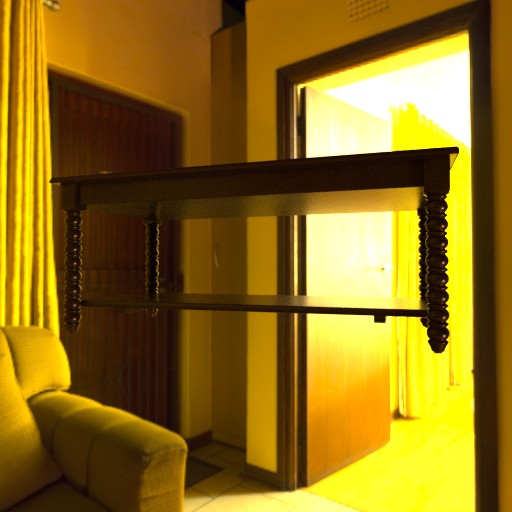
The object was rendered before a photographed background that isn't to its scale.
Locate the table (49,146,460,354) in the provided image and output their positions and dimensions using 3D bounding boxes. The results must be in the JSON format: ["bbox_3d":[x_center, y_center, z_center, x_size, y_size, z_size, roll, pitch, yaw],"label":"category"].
[{"bbox_3d":[0.000,0.000,1.462,1.171,0.487,0.580,0,-2,18],"label":"table"}]
